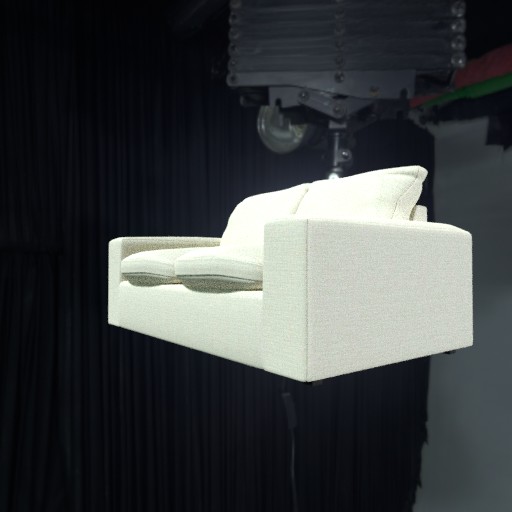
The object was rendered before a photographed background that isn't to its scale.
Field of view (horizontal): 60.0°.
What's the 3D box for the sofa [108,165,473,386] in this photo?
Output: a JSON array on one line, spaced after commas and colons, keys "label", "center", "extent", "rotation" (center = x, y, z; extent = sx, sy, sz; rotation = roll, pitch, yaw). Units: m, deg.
[{"label": "sofa", "center": [0.000, 0.000, 2.337], "extent": [1.091, 0.875, 1.754], "rotation": [1, -1, -38]}]
